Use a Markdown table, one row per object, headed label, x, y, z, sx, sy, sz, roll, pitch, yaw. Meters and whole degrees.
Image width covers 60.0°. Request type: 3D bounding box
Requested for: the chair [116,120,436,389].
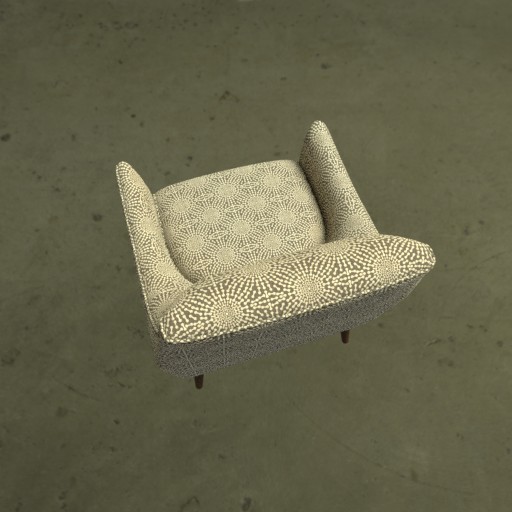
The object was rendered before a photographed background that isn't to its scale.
| label | x | y | z | sx | sy | sz | roll | pitch | yaw |
| --- | --- | --- | --- | --- | --- | --- | --- | --- | --- |
| chair | 0.000 | 0.000 | 1.464 | 0.762 | 0.838 | 0.787 | -15 | 59 | -9 |
